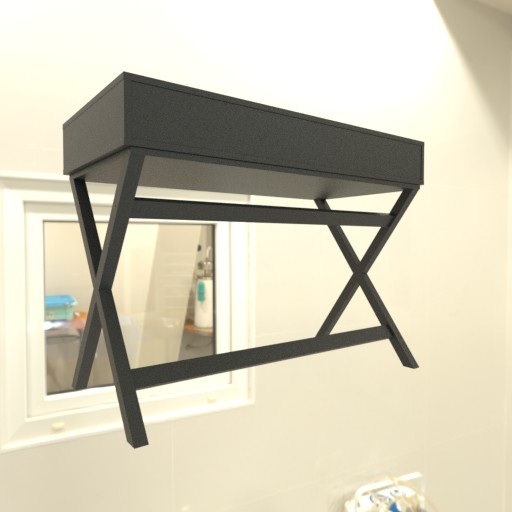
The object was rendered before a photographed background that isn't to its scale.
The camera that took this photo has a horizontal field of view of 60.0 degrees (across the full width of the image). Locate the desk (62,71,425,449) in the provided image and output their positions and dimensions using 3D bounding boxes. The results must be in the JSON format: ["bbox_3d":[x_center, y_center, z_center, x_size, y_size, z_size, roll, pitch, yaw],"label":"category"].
[{"bbox_3d":[0.000,0.000,1.434,1.057,0.780,0.525,-1,2,-37],"label":"desk"}]
